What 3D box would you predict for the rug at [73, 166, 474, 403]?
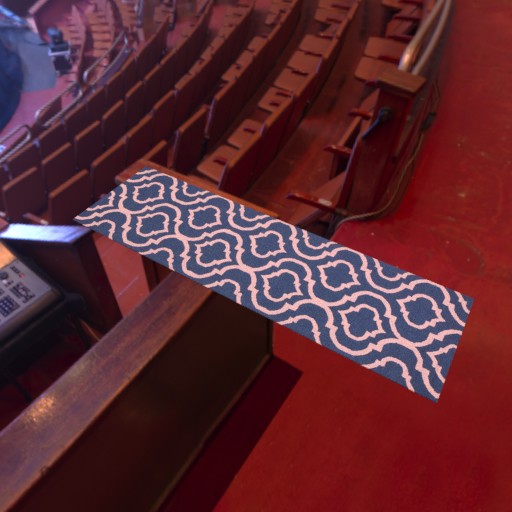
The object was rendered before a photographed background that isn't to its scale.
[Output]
[{"bbox_3d":[0.000,0.000,2.569,2.296,0.006,0.685,24,50,22],"label":"rug"}]
